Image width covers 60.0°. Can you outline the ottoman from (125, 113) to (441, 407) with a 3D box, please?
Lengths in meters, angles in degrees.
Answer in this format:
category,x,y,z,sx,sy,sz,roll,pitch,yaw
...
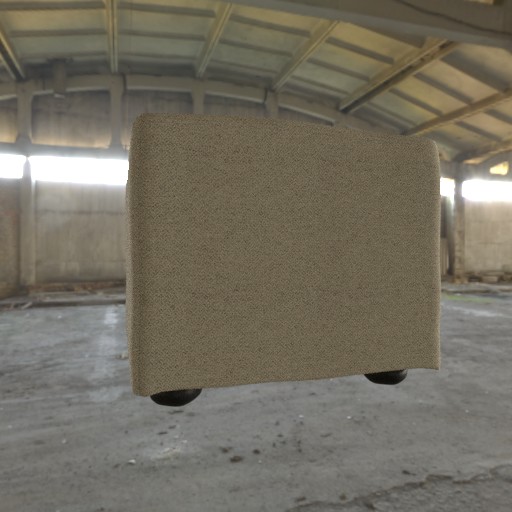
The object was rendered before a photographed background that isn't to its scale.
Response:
category,x,y,z,sx,sy,sz,roll,pitch,yaw
ottoman,0.000,0.000,0.913,0.512,0.453,0.521,0,0,-17
